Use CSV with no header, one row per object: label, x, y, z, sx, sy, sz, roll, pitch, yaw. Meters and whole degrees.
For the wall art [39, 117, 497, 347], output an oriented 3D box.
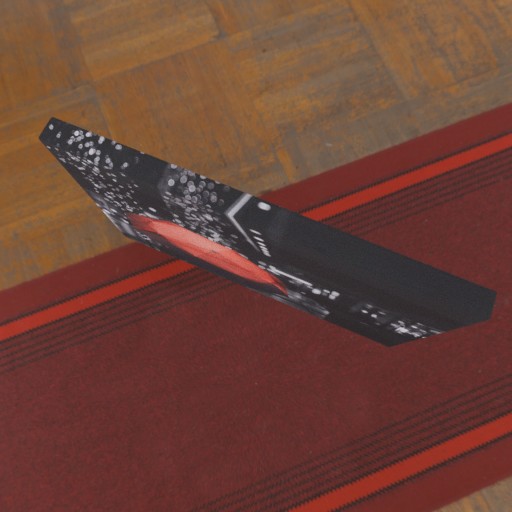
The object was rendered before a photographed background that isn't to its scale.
wall art,0.000,0.000,0.748,0.609,0.406,0.037,22,75,6
